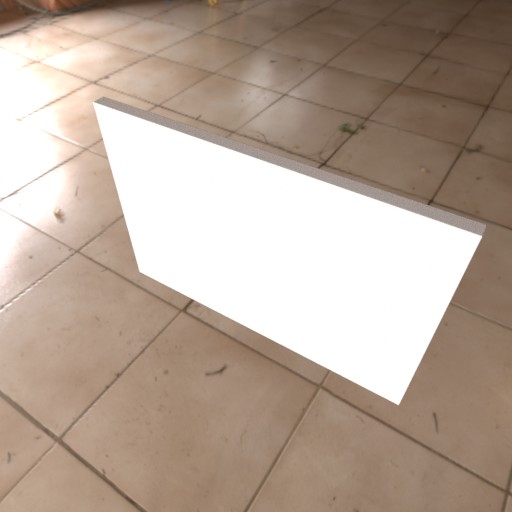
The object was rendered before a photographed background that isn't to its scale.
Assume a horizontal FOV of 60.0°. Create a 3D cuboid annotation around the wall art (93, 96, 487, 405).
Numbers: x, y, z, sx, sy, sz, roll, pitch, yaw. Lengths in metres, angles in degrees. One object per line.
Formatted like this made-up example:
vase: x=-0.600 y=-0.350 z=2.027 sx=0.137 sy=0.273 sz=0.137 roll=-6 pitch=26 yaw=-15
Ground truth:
wall art: x=0.000 y=0.000 z=1.119 sx=0.898 sy=0.601 sz=0.038 roll=24 pitch=50 yaw=22
